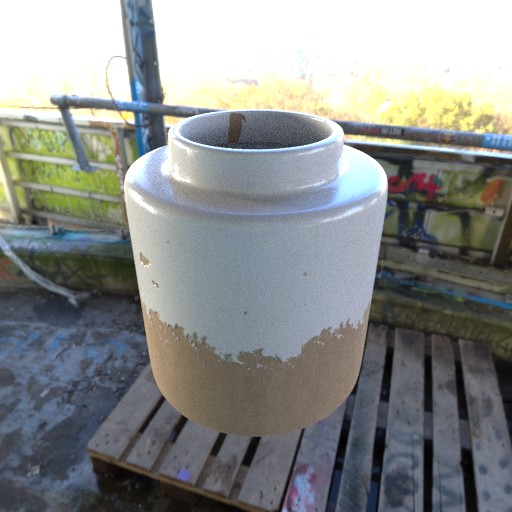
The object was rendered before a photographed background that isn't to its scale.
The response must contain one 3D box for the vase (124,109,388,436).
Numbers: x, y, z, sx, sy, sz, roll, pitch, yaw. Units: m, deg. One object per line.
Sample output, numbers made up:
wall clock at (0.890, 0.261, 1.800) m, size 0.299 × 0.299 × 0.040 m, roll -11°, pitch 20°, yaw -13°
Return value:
vase at (0.000, 0.000, 0.291) m, size 0.153 × 0.167 × 0.153 m, roll 0°, pitch 30°, yaw 0°
